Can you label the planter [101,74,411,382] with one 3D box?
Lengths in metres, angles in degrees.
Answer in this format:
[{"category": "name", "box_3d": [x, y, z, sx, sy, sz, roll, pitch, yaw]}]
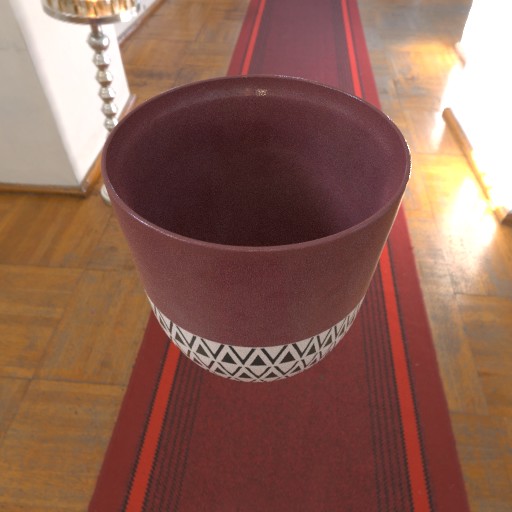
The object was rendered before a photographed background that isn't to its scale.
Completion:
[{"category": "planter", "box_3d": [0.000, 0.000, 0.362, 0.195, 0.214, 0.195, 0, 47, 0]}]
